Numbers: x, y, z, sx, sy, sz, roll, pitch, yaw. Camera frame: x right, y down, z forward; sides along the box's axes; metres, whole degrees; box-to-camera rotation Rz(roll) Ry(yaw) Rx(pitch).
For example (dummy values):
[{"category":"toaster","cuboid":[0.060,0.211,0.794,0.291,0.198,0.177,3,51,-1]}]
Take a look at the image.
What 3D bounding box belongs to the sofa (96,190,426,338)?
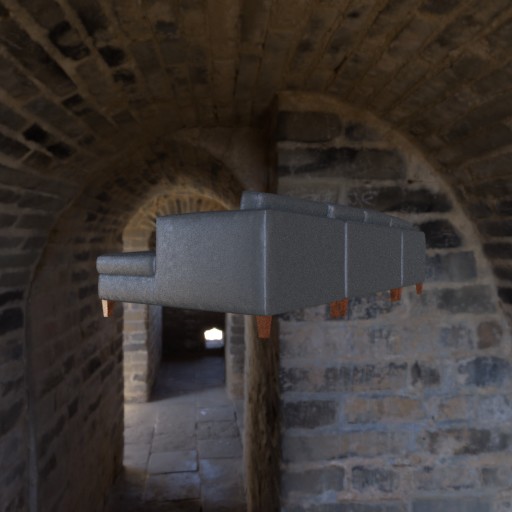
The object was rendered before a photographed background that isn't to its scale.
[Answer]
[{"category":"sofa","cuboid":[0.000,0.000,4.647,2.593,0.923,3.460,0,1,35]}]
